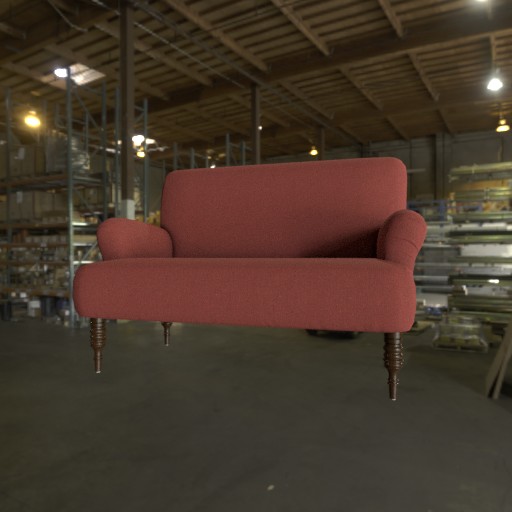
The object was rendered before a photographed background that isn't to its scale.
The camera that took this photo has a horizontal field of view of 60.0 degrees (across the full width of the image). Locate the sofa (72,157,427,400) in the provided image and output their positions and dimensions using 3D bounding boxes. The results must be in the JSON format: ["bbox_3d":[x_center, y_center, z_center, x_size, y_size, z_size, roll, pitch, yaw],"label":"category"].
[{"bbox_3d":[0.000,0.000,1.823,1.297,0.889,0.779,0,0,17],"label":"sofa"}]
